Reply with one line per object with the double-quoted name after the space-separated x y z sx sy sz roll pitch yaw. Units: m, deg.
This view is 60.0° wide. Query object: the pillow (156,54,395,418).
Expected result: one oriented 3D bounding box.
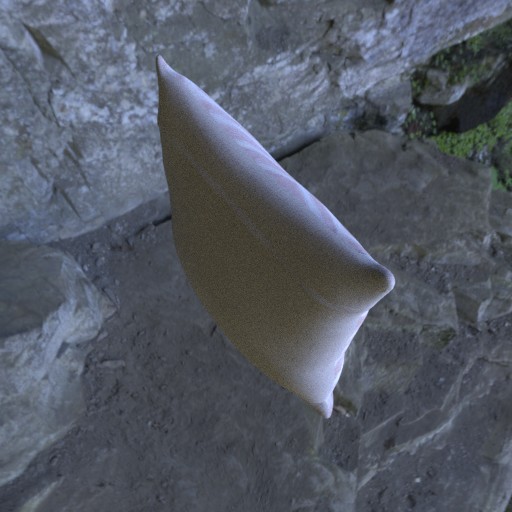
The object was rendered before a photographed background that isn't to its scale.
0.000 0.000 0.661 0.182 0.441 0.440 -31 62 -19 "pillow"
